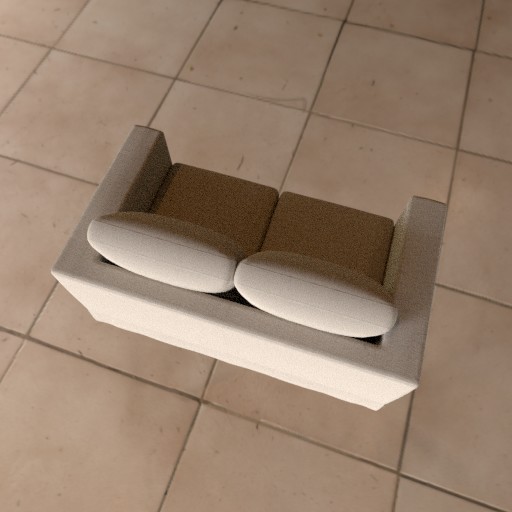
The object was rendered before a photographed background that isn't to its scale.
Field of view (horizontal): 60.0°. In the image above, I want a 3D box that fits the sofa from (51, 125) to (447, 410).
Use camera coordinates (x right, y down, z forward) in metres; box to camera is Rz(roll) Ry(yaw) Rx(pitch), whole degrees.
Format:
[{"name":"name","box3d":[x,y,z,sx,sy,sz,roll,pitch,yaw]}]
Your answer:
[{"name":"sofa","box3d":[0.000,0.000,2.416,1.813,0.932,1.009,16,65,8]}]
